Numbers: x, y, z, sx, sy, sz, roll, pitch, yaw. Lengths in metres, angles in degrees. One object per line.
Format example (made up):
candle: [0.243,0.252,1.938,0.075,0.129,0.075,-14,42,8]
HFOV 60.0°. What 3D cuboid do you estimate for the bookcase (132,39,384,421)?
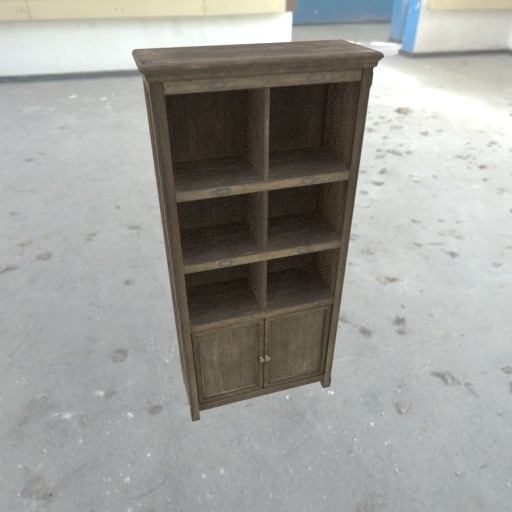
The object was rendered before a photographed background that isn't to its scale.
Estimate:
bookcase: [0.000,0.000,2.209,0.906,1.880,0.348,-10,35,-14]
